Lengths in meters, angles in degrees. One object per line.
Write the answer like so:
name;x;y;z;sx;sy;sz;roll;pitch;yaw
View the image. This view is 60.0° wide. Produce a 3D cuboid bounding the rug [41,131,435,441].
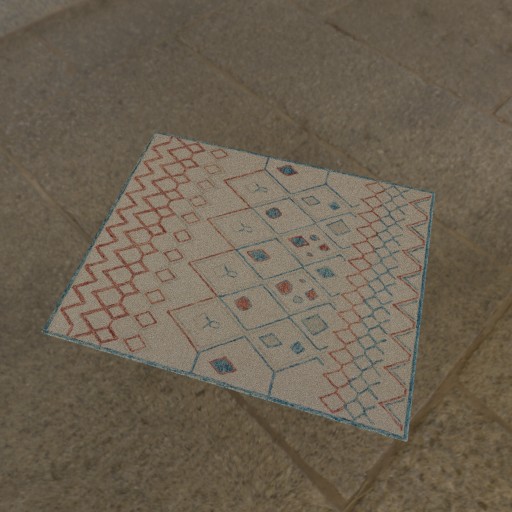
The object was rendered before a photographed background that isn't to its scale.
rug;0.000;0.000;4.096;3.050;0.016;2.441;14;61;8
